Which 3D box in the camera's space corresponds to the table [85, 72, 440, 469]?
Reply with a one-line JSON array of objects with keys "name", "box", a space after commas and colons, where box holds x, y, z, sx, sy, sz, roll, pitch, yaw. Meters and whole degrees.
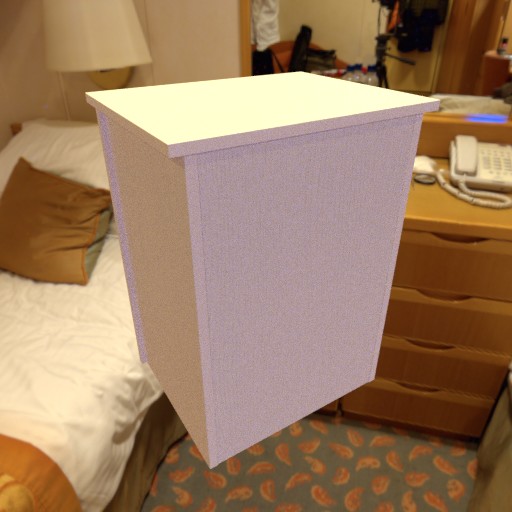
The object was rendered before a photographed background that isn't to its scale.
[{"name": "table", "box": [0.000, 0.000, 0.920, 0.480, 0.635, 0.381, -18, 35, -27]}]
